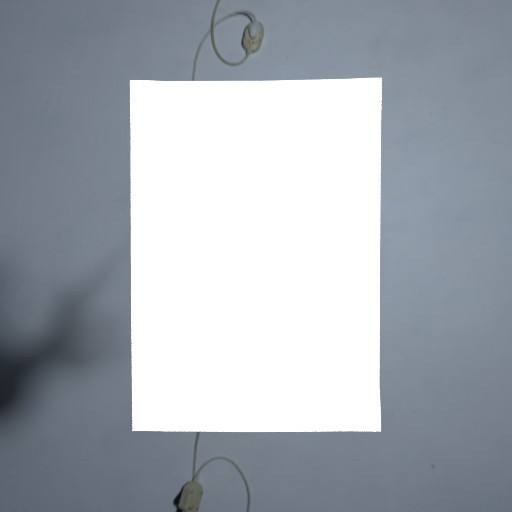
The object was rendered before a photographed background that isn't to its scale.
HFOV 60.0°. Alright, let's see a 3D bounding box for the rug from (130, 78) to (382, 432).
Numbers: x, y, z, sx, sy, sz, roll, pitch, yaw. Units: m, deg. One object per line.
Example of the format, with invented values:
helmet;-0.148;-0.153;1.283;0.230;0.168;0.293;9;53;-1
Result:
rug;0.000;0.000;3.590;2.032;0.038;2.869;0;91;0
